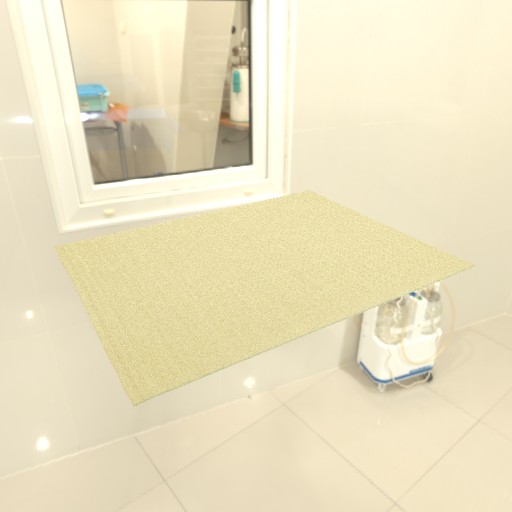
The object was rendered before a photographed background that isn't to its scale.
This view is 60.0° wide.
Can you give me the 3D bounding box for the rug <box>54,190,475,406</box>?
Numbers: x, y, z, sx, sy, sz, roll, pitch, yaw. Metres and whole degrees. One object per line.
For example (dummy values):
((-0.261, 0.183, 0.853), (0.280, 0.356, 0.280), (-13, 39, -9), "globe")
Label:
((0.000, 0.000, 4.227), (3.204, 0.016, 2.452), (-16, 32, -28), "rug")
